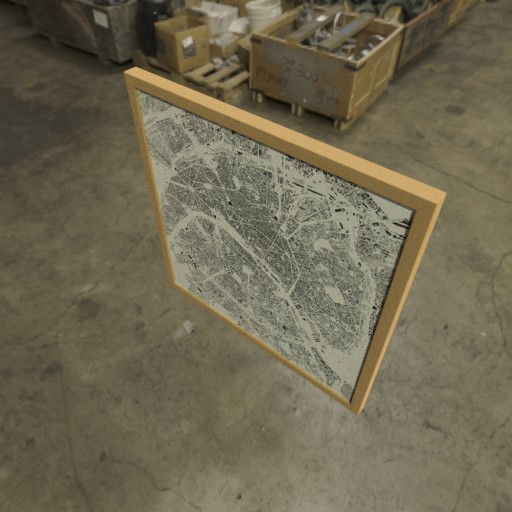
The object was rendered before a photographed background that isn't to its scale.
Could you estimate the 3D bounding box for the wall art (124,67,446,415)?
[{"bbox_3d":[0.000,0.000,1.143,0.761,0.761,0.037,30,53,26],"label":"wall art"}]
